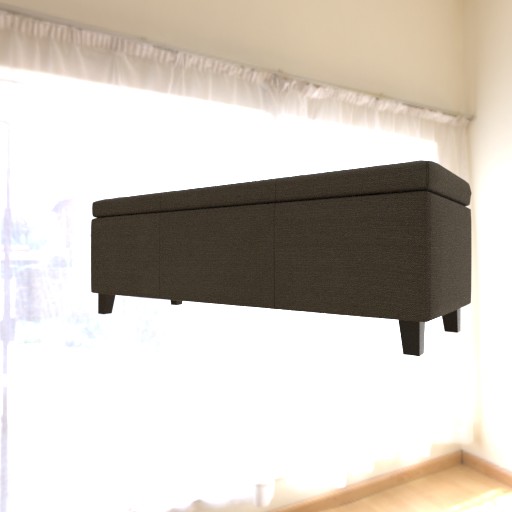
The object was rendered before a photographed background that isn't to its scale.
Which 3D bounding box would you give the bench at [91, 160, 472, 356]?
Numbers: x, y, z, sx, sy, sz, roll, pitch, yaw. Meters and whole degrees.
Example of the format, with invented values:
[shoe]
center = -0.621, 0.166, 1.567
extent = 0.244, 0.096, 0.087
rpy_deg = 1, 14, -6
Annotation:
[bench]
center = 0.000, 0.000, 1.486
extent = 1.269, 0.438, 0.446
rpy_deg = 0, 0, 36
